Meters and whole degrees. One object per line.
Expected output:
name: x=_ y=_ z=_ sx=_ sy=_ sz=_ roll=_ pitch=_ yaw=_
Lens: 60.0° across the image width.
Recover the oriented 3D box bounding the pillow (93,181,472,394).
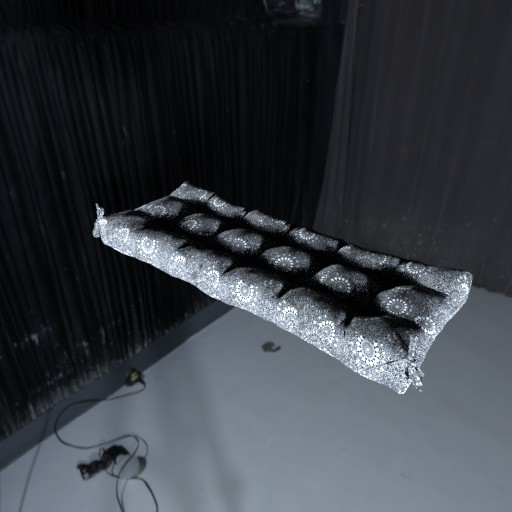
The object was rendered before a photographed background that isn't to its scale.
pillow: x=0.000 y=0.000 z=1.363 sx=1.194 sy=0.174 sz=0.511 roll=22 pitch=37 yaw=32
